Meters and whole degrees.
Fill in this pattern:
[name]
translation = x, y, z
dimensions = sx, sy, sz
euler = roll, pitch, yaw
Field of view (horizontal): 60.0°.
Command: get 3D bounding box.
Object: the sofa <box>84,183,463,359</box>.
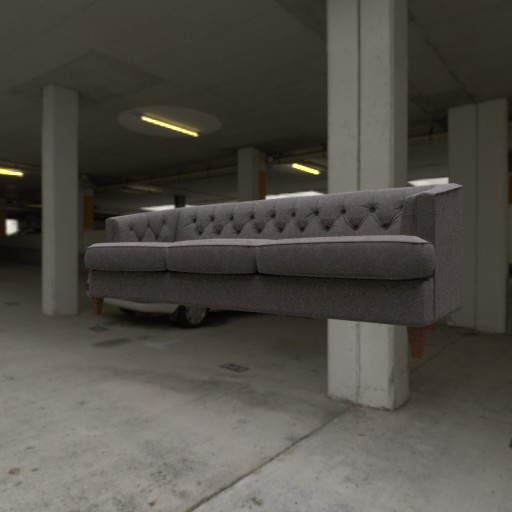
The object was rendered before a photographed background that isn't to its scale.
[sofa]
translation = 0.000, 0.000, 2.690
dimensions = 2.247, 0.806, 0.917
euler = 0, 0, 36
